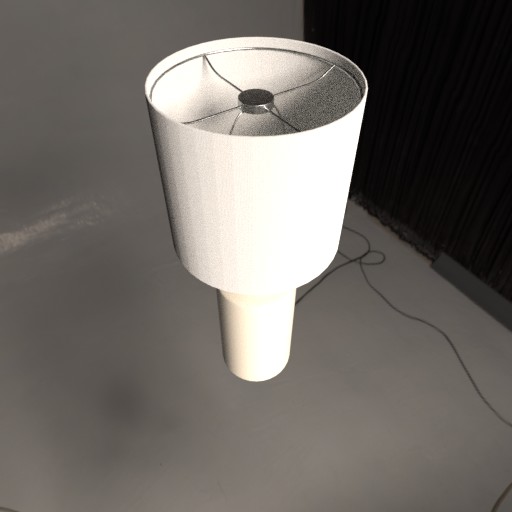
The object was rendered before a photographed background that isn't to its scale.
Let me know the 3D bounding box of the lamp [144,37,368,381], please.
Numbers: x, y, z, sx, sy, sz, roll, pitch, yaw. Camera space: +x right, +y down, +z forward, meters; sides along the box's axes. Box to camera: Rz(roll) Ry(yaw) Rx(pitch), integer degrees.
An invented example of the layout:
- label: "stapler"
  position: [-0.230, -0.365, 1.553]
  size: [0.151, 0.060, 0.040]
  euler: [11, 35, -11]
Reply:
- label: "lamp"
  position: [0.000, 0.000, 0.604]
  size: [0.212, 0.493, 0.212]
  euler: [-26, 52, -23]
